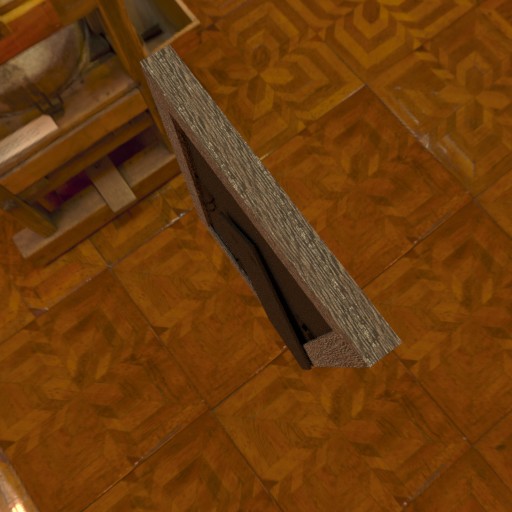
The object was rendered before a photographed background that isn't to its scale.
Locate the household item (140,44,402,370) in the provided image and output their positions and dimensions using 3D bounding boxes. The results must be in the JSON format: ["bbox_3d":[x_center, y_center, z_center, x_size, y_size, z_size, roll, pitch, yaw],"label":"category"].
[{"bbox_3d":[0.000,0.000,0.282,0.020,0.210,0.160,-35,79,-8],"label":"household item"}]
